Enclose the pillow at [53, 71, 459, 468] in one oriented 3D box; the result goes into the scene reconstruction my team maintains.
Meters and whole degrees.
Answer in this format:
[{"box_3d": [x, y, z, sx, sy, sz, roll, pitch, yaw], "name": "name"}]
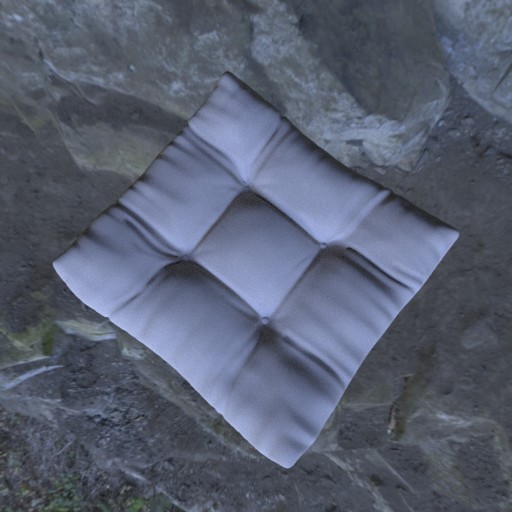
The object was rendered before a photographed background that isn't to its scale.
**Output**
[{"box_3d": [0.000, 0.000, 0.738, 0.490, 0.128, 0.468, 37, 79, 9], "name": "pillow"}]
